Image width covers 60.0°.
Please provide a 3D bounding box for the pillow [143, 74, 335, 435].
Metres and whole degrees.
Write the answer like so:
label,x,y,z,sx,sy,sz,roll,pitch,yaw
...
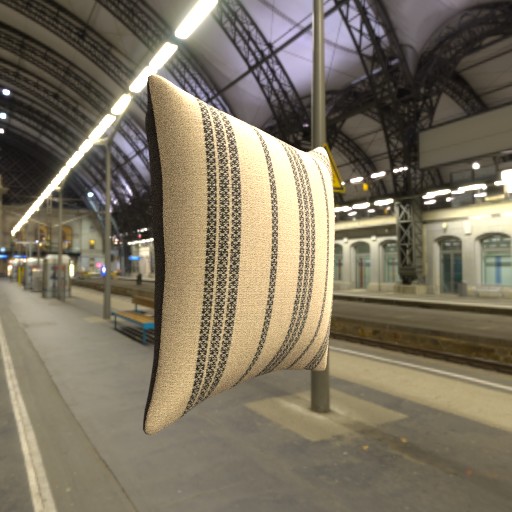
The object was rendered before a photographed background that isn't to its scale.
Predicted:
label,x,y,z,sx,sy,sz,roll,pitch,yaw
pillow,0.000,0.000,0.652,0.173,0.406,0.405,-1,-2,37
